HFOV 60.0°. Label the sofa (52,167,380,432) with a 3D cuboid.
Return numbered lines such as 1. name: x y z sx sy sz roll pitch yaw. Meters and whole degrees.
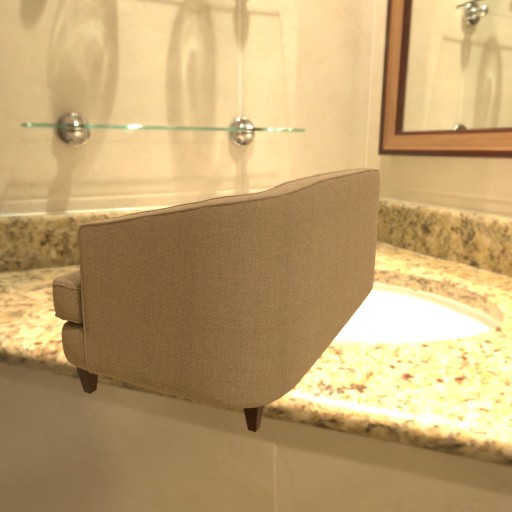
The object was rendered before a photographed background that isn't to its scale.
1. sofa: 0.000 0.000 2.222 0.941 0.855 1.733 7 16 26
